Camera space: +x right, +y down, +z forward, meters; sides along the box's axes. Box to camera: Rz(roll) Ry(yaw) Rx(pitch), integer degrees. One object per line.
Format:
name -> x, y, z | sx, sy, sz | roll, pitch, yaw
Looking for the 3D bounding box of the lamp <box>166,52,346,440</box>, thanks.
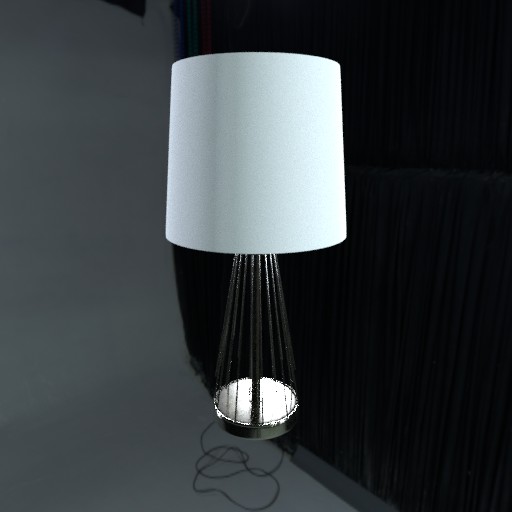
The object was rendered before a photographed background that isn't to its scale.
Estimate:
lamp -> 0.000, 0.000, 0.769 | 0.303, 0.618, 0.303 | 0, 14, 0
